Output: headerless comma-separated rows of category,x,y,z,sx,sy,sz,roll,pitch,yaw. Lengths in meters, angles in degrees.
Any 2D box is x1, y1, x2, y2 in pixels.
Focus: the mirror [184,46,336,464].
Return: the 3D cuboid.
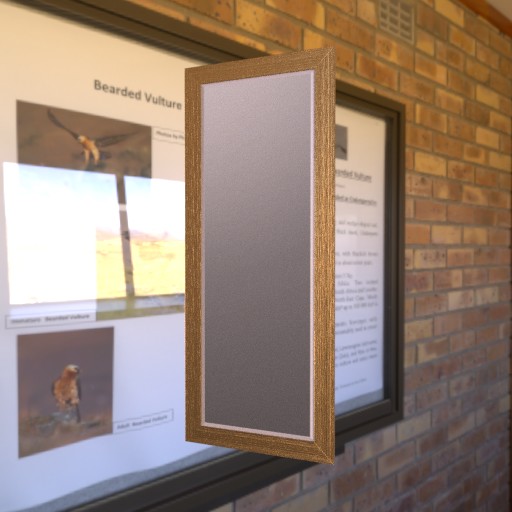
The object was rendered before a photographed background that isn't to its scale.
mirror,0.000,0.000,2.294,0.812,2.031,0.025,0,1,19
